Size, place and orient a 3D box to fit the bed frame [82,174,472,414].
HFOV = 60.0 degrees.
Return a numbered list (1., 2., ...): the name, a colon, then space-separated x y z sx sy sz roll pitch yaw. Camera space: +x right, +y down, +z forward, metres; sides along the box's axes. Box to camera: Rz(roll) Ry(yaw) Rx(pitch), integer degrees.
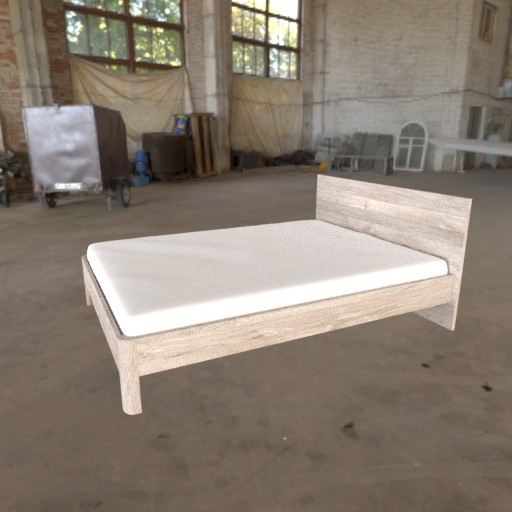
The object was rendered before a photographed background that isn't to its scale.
1. bed frame: 0.000 0.000 2.805 1.950 0.800 1.490 -8 18 -25
